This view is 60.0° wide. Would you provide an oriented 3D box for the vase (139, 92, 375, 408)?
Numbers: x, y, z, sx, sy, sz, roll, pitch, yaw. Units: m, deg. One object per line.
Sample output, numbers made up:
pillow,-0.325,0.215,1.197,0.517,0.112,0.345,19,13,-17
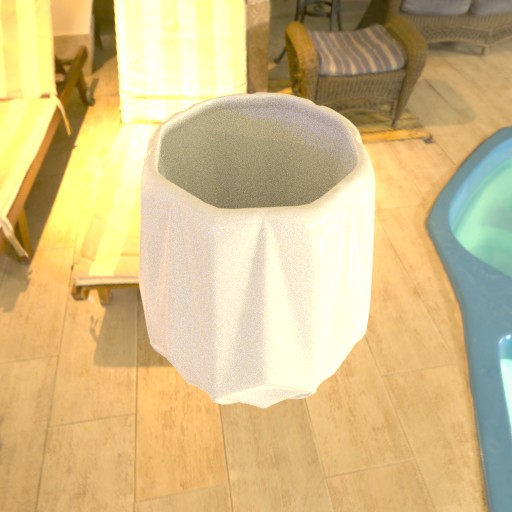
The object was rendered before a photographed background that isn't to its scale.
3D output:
vase,0.000,0.000,0.257,0.141,0.152,0.141,0,47,0
